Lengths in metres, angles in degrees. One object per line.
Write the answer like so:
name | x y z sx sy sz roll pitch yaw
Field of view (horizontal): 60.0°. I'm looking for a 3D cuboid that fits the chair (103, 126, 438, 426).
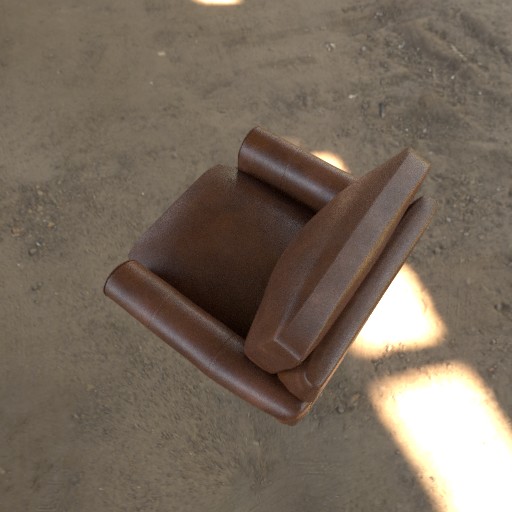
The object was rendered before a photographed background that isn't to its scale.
chair | 0.000 0.000 1.774 0.992 0.972 0.989 33 67 16
